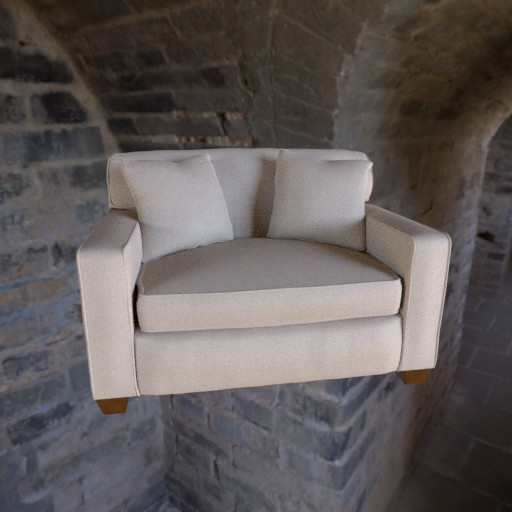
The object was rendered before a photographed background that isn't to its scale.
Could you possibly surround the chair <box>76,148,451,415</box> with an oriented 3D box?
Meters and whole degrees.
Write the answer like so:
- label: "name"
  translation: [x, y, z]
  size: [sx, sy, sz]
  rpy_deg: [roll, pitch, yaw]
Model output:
- label: "chair"
  translation: [0.000, 0.000, 2.053]
  size: [1.383, 0.948, 1.000]
  rpy_deg: [-3, 16, -9]
